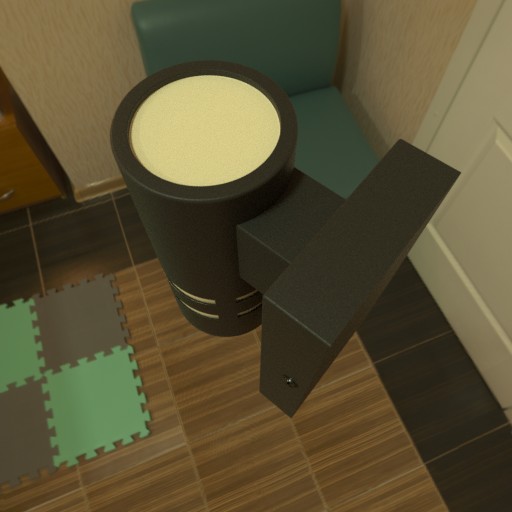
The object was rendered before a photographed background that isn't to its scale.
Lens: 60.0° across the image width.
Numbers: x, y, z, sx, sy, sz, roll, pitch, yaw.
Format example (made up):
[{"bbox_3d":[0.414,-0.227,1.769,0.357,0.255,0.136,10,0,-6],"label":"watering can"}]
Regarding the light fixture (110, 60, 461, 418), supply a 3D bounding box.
[{"bbox_3d":[0.000,0.000,0.261,0.138,0.179,0.098,36,68,17],"label":"light fixture"}]
